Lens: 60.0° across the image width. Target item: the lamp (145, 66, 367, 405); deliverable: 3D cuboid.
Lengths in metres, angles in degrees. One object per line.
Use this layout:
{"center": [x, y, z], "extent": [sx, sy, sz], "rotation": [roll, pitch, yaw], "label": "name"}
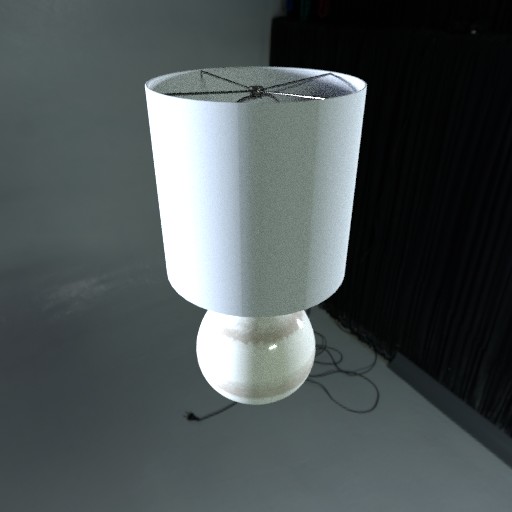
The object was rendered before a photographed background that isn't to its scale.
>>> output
{"center": [0.000, 0.000, 0.544], "extent": [0.217, 0.404, 0.217], "rotation": [-21, 36, -32], "label": "lamp"}
